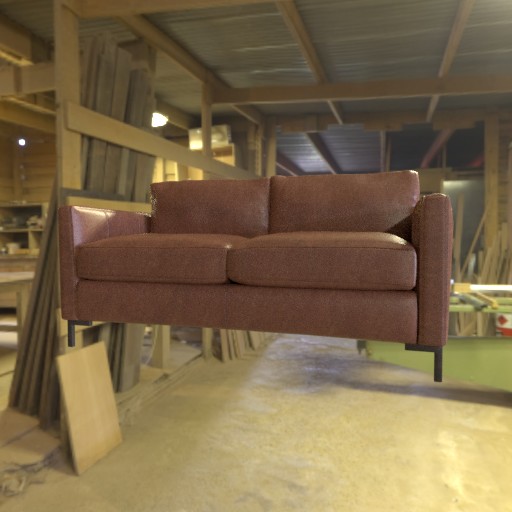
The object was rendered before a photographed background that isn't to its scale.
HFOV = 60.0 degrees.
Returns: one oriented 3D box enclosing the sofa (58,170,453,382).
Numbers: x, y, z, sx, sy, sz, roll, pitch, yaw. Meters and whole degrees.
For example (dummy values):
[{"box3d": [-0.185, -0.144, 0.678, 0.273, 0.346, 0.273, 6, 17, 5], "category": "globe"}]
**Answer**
[{"box3d": [0.000, 0.000, 2.265, 1.797, 0.883, 0.899, 1, 2, 18], "category": "sofa"}]
